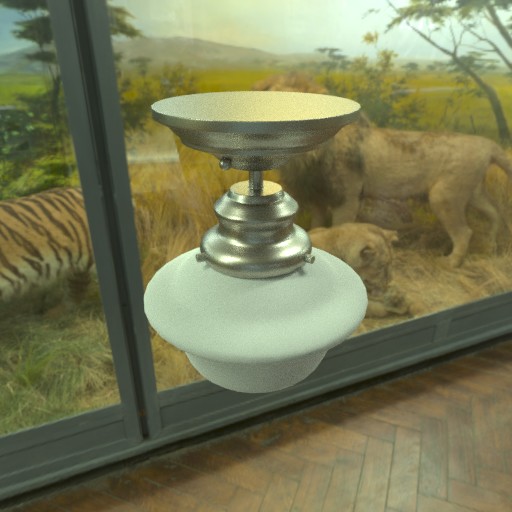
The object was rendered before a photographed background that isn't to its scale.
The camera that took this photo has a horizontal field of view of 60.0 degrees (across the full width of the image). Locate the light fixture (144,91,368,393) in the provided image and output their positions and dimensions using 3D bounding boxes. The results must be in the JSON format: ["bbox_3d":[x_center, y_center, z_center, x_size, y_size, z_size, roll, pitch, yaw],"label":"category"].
[{"bbox_3d":[0.000,0.000,0.385,0.199,0.254,0.199,0,27,0],"label":"light fixture"}]
